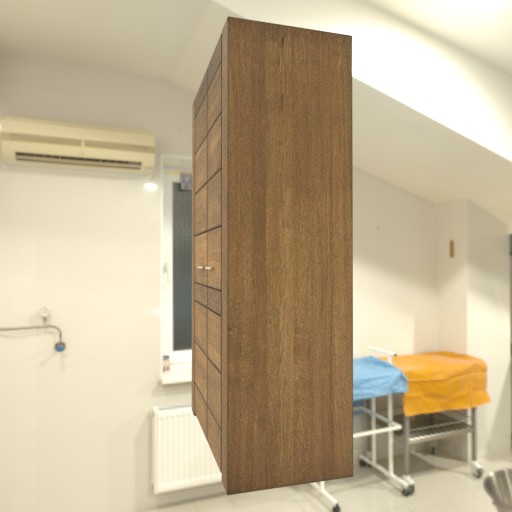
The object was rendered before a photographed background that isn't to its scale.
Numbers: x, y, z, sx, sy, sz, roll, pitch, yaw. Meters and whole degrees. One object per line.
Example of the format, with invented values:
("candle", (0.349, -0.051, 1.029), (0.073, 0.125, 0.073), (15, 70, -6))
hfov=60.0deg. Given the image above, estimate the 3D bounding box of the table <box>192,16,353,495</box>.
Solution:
("table", (0.000, 0.000, 2.454), (0.600, 2.000, 1.100), (0, -1, -16))
